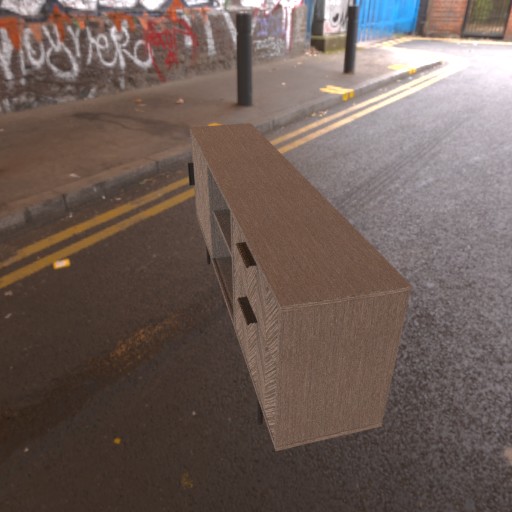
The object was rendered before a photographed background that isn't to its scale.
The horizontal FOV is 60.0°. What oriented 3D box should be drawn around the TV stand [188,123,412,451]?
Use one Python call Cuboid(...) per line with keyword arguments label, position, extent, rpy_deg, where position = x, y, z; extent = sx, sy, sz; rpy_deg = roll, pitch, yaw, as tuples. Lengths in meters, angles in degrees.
Cuboid(label="TV stand", position=(0.000, 0.000, 2.106), extent=(0.405, 0.787, 1.804), rpy_deg=(-8, 31, -13))
